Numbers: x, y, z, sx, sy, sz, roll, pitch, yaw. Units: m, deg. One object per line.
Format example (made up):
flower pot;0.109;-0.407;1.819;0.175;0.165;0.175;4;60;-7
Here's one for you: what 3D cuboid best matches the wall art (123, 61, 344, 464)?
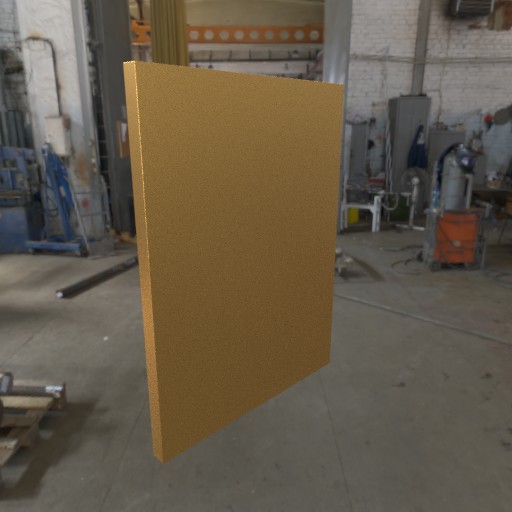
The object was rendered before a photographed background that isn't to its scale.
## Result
wall art;0.000;0.000;1.072;0.610;0.812;0.038;-16;22;-43
